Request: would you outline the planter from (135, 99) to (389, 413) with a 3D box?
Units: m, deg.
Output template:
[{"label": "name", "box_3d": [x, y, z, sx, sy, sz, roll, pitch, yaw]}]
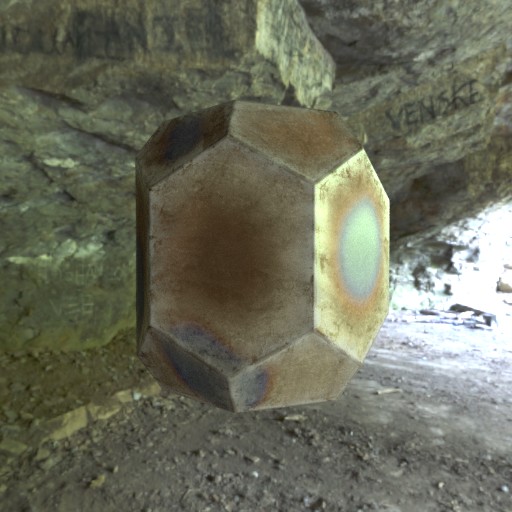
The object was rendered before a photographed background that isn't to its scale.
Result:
[{"label": "planter", "box_3d": [0.000, 0.000, 0.420, 0.221, 0.238, 0.243, 0, 0, -19]}]
